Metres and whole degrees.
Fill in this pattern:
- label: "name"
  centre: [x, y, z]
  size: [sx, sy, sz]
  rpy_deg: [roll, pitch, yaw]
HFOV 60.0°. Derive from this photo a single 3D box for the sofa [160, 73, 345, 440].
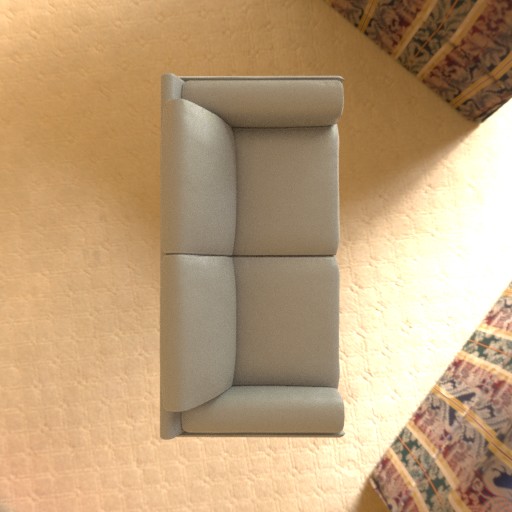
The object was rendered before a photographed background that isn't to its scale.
- label: "sofa"
  centre: [0.000, 0.000, 2.680]
  size: [1.049, 0.930, 2.101]
  rpy_deg: [0, 89, 1]
